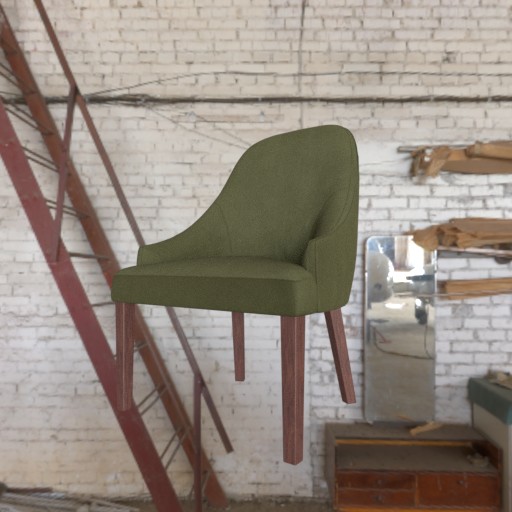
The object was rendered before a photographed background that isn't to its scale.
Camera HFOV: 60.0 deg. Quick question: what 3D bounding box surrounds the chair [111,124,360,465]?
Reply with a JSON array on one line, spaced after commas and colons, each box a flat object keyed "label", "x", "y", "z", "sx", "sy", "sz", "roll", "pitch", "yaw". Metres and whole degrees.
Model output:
[{"label": "chair", "x": 0.000, "y": 0.000, "z": 1.327, "sx": 0.643, "sy": 0.889, "sz": 0.575, "roll": -1, "pitch": -1, "yaw": 36}]
